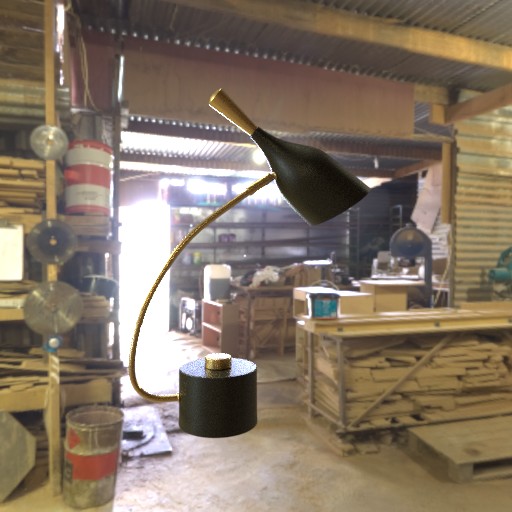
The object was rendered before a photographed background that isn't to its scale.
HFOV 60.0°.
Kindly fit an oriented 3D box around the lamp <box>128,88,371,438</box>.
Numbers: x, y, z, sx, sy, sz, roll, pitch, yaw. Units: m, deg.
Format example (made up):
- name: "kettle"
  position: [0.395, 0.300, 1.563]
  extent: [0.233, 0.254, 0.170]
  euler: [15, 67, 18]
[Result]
- name: "lamp"
  position: [0.000, 0.000, 0.634]
  extent: [0.352, 0.464, 0.110]
  euler: [0, 1, -18]
